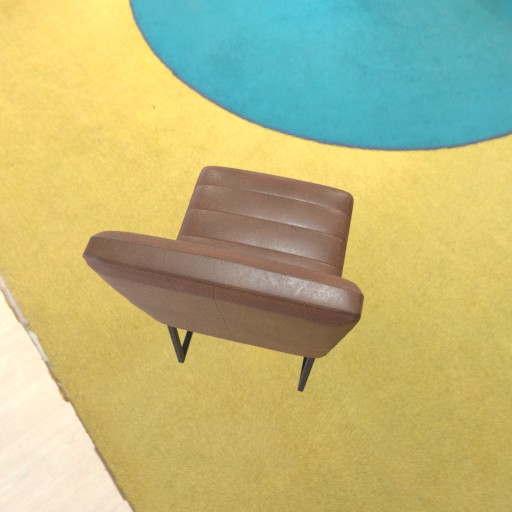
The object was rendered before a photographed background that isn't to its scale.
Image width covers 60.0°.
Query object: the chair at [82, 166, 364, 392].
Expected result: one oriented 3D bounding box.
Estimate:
[{"bbox_3d":[0.000,0.000,1.300,0.520,0.930,0.634,12,63,6],"label":"chair"}]
